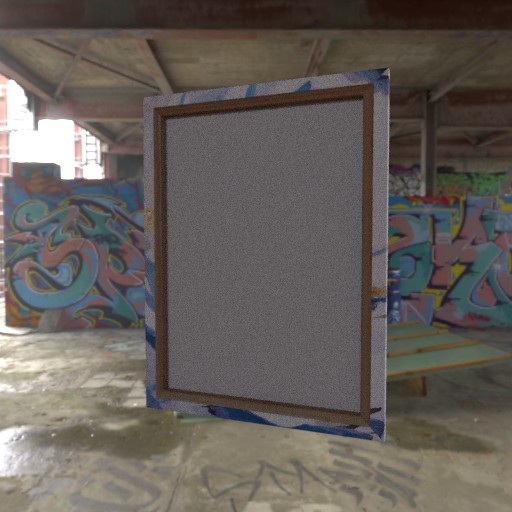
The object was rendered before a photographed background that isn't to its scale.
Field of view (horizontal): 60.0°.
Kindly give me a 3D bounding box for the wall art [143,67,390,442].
[{"bbox_3d":[0.000,0.000,1.340,0.761,1.015,0.038,1,2,19],"label":"wall art"}]
